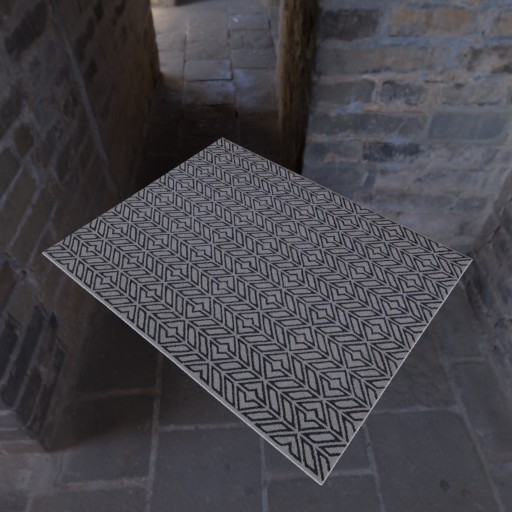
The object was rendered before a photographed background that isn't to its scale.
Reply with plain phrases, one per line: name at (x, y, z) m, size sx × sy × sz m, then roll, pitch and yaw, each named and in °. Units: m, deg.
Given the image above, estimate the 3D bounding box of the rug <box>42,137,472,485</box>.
rug at (0.000, 0.000, 4.001) m, size 3.045 × 0.008 × 2.421 m, roll 32°, pitch 55°, yaw 25°
